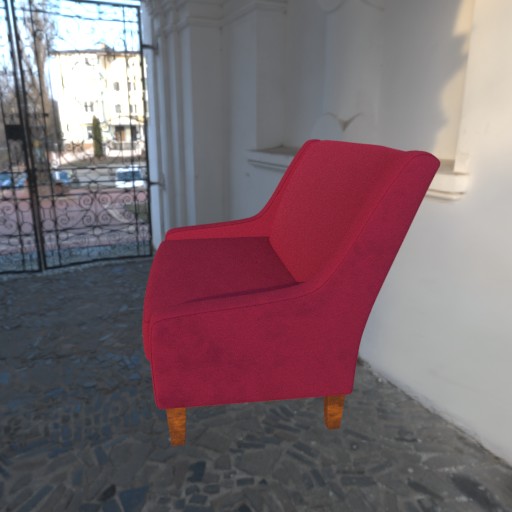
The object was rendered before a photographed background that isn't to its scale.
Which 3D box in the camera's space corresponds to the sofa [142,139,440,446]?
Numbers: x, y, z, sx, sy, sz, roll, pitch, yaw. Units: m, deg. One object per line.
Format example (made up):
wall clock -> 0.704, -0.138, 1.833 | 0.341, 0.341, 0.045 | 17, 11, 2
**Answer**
sofa -> 0.000, 0.000, 1.971 | 0.946, 0.976, 1.242 | -3, 17, -8
